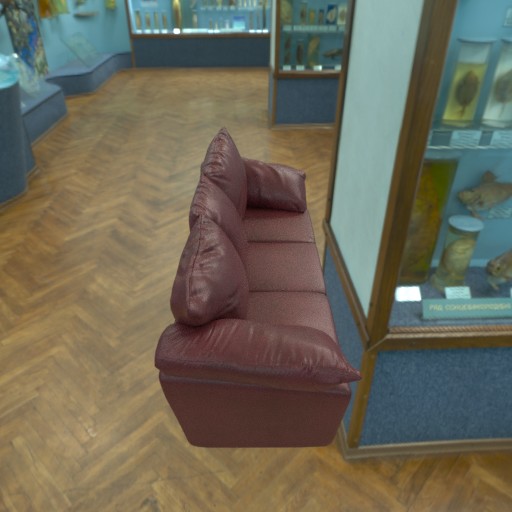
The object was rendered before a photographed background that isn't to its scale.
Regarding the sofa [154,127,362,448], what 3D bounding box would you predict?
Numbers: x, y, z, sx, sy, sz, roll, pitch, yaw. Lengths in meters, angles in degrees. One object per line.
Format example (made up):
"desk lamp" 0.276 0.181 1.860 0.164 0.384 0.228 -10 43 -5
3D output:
"sofa" 0.000 0.000 2.913 0.907 1.091 2.390 0 33 0
